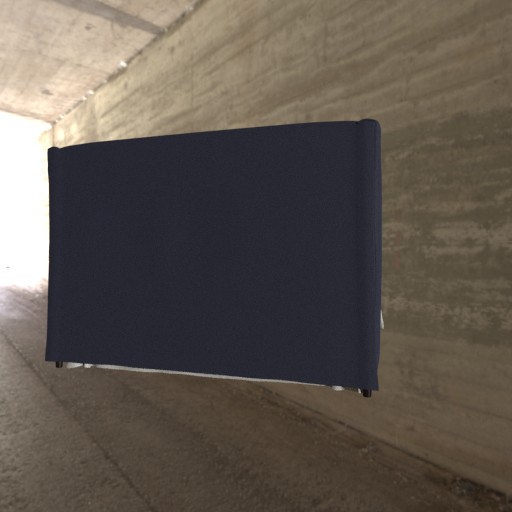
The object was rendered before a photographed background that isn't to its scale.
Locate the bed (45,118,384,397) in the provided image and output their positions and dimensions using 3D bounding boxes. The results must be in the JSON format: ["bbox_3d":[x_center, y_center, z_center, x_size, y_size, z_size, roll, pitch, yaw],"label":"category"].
[{"bbox_3d":[0.000,0.000,3.413,1.925,1.332,2.276,0,0,18],"label":"bed"}]
